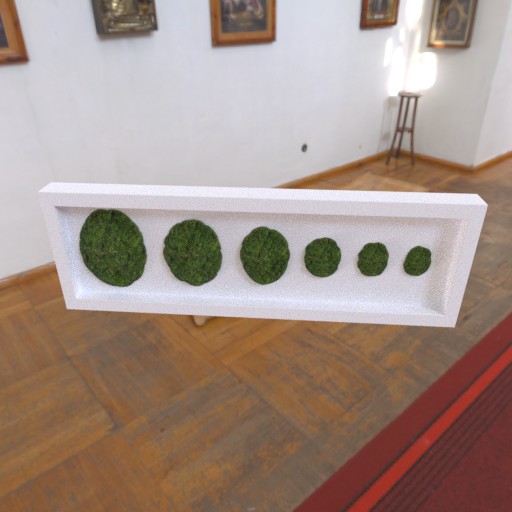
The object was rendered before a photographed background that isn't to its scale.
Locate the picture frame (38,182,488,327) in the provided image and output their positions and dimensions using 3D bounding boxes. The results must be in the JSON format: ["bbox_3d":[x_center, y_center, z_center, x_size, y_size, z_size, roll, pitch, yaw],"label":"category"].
[{"bbox_3d":[0.000,0.000,0.827,0.759,0.250,0.050,2,29,4],"label":"picture frame"}]
